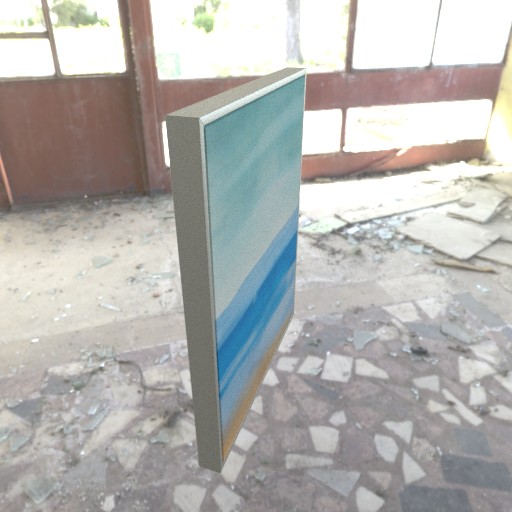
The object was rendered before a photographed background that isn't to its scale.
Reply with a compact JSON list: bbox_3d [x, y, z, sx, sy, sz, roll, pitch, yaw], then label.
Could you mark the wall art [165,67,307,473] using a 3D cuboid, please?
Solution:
[{"bbox_3d":[0.000,0.000,0.761,0.039,0.553,0.445,10,31,17],"label":"wall art"}]
